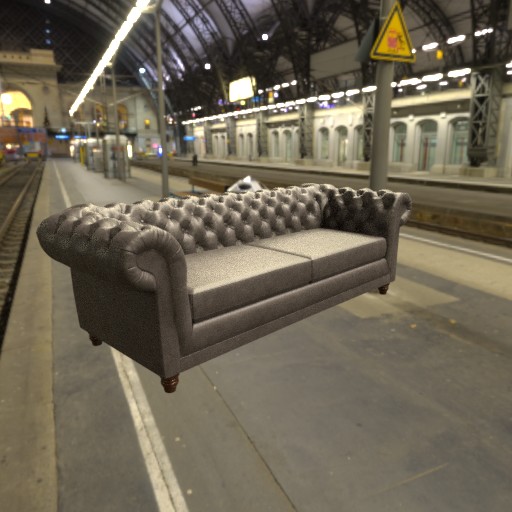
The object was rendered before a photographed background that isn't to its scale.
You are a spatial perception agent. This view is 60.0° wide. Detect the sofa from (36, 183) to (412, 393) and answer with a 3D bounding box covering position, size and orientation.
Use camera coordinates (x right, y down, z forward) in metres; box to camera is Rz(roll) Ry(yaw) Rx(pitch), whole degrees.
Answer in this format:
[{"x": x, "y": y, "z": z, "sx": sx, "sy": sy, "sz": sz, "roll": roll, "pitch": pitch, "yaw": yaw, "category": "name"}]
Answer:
[{"x": 0.000, "y": 0.000, "z": 2.834, "sx": 0.944, "sy": 0.783, "sz": 2.385, "roll": 13, "pitch": 19, "yaw": 43, "category": "sofa"}]
